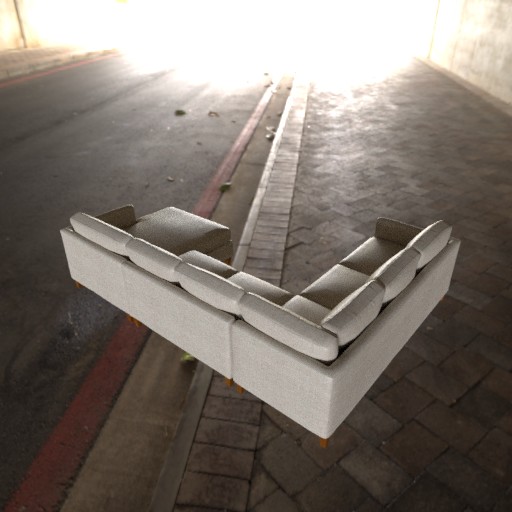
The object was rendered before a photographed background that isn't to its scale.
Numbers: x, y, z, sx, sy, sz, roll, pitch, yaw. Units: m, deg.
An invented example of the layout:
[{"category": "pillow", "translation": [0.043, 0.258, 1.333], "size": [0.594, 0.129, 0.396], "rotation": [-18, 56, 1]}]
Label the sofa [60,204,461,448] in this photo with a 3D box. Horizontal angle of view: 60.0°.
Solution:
[{"category": "sofa", "translation": [0.000, 0.000, 4.819], "size": [3.460, 0.961, 2.594], "rotation": [23, 37, 34]}]
